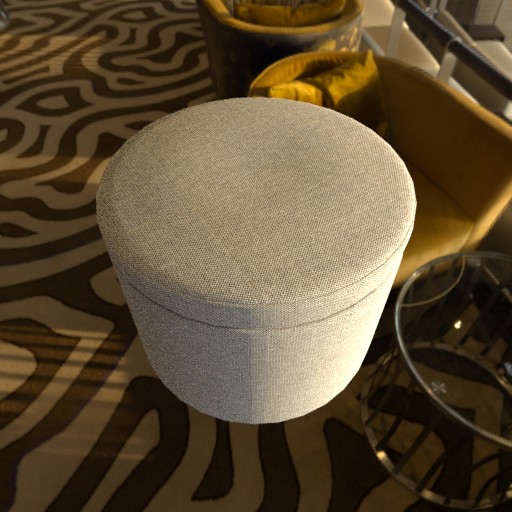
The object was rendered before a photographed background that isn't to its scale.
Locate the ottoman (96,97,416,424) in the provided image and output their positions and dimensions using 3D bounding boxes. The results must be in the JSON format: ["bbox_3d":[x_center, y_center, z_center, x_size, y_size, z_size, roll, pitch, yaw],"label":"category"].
[{"bbox_3d":[0.000,0.000,0.843,0.500,0.419,0.500,0,48,0],"label":"ottoman"}]
